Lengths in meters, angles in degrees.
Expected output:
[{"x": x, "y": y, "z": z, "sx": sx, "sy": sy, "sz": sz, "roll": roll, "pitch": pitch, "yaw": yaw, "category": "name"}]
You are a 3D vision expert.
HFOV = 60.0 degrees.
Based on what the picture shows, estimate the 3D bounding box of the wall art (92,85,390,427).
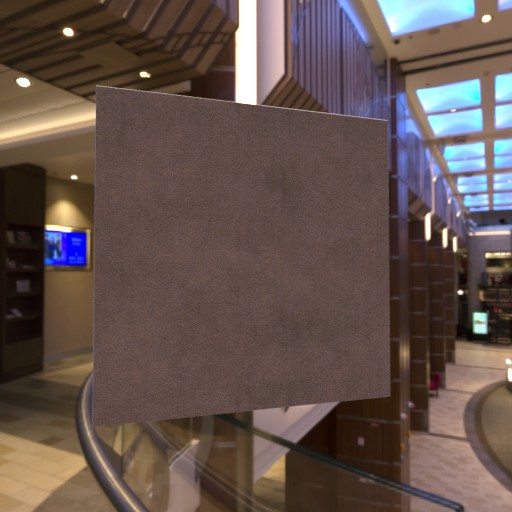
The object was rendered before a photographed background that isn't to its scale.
[{"x": 0.000, "y": 0.000, "z": 0.969, "sx": 0.664, "sy": 0.661, "sz": 0.020, "roll": 1, "pitch": -2, "yaw": -18, "category": "wall art"}]
